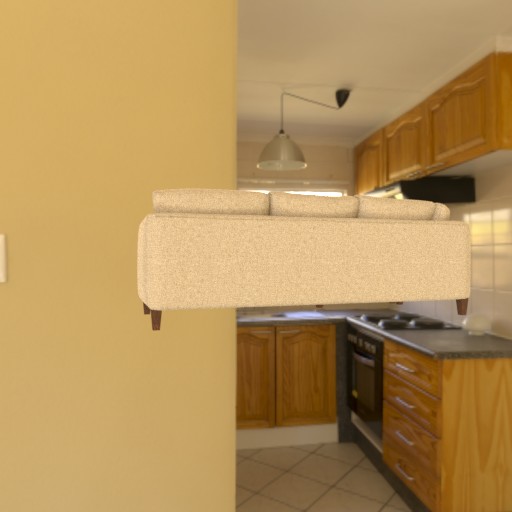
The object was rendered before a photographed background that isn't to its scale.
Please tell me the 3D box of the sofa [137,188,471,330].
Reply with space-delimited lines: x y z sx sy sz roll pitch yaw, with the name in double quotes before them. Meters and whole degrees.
"sofa" 0.000 0.000 4.812 2.593 0.959 3.460 0 0 -18
